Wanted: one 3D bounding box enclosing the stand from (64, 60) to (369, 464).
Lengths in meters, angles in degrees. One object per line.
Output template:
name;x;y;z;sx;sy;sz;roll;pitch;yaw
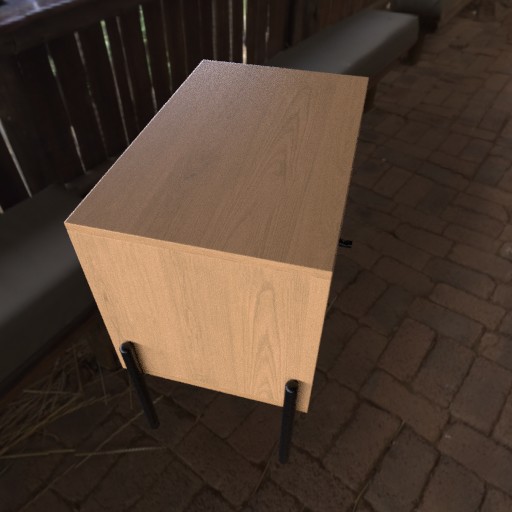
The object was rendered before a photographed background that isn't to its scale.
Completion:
stand;0.000;0.000;0.990;0.400;0.600;0.630;10;46;10
